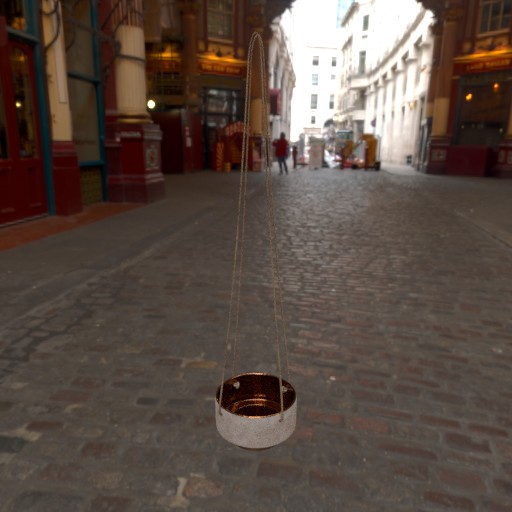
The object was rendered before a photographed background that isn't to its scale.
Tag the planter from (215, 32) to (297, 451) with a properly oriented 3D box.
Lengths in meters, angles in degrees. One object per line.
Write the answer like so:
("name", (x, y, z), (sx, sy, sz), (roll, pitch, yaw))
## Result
("planter", (0.000, 0.000, 1.118), (0.223, 1.030, 0.223), (3, 15, 10))
